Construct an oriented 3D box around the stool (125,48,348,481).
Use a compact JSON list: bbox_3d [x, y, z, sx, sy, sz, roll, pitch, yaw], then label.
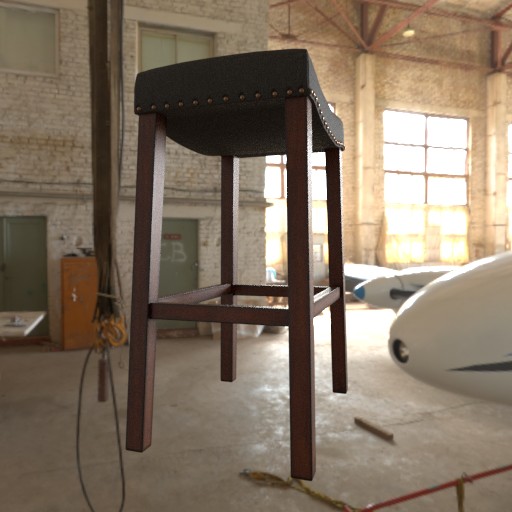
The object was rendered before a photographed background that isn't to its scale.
[{"bbox_3d":[0.000,0.000,1.031,0.366,0.748,0.502,0,1,18],"label":"stool"}]
